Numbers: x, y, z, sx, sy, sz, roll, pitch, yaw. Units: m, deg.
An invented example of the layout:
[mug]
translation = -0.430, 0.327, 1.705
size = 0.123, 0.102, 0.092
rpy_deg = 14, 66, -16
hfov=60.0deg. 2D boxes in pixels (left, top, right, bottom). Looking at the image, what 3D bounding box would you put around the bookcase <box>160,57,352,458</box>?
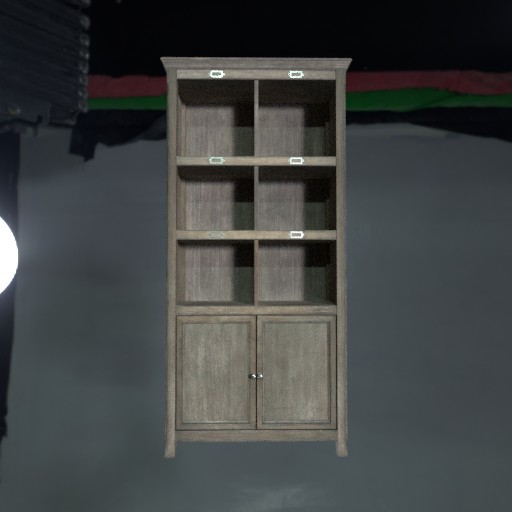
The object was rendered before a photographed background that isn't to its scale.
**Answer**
[bookcase]
translation = 0.000, 0.000, 2.243
size = 0.906, 1.880, 0.348
rpy_deg = 0, -2, -1
